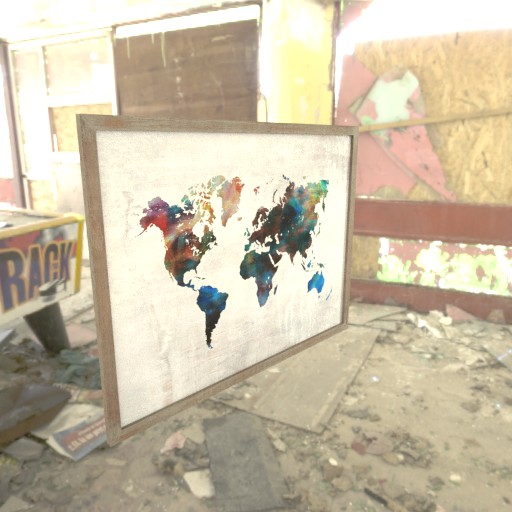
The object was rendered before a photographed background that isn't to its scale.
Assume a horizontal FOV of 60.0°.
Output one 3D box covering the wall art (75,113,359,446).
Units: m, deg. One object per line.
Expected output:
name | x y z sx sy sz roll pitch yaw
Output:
wall art | 0.000 0.000 1.334 1.012 0.774 0.019 -14 20 -43
